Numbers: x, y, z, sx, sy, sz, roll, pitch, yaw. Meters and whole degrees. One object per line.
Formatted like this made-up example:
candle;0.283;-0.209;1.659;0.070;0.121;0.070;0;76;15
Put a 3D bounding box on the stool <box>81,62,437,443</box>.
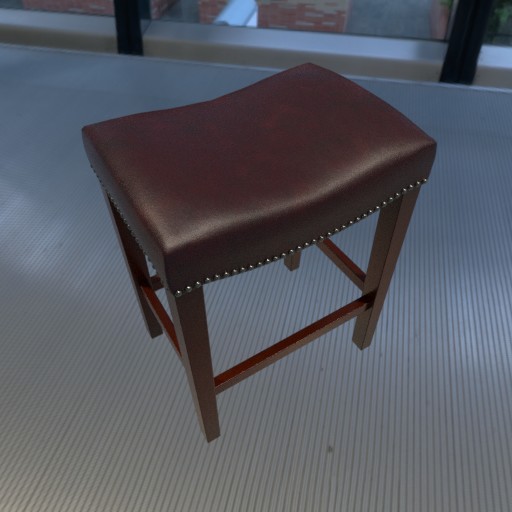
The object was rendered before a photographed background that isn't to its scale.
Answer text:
stool;0.000;0.000;0.967;0.504;0.657;0.372;-24;52;-21
